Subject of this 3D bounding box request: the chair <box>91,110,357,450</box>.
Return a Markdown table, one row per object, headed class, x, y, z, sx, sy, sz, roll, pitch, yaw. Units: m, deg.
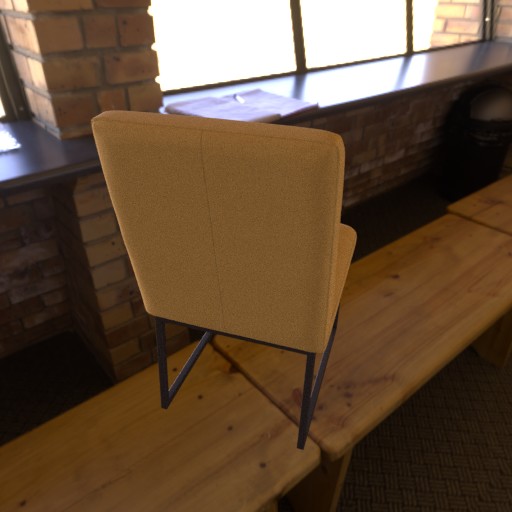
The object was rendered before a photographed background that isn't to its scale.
| class | x | y | z | sx | sy | sz | roll | pitch | yaw |
| --- | --- | --- | --- | --- | --- | --- | --- | --- | --- |
| chair | 0.000 | 0.000 | 1.302 | 0.520 | 0.930 | 0.634 | 10 | 34 | 16 |
